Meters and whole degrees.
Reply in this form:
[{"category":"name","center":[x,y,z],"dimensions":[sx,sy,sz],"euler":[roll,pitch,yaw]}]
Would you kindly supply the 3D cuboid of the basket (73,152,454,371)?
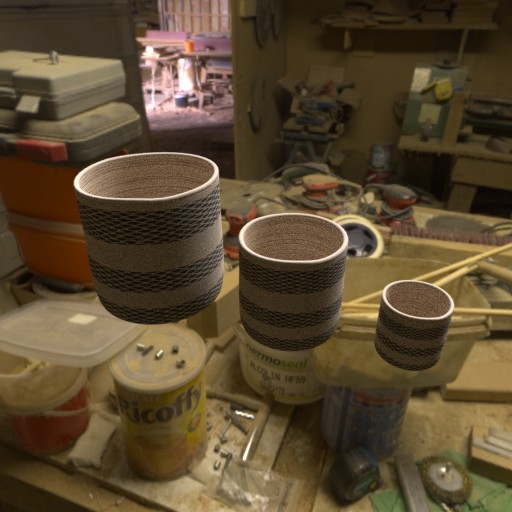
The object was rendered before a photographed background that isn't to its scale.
[{"category":"basket","center":[0.000,0.000,1.082],"dimensions":[0.917,0.356,0.351],"euler":[11,32,19]}]
